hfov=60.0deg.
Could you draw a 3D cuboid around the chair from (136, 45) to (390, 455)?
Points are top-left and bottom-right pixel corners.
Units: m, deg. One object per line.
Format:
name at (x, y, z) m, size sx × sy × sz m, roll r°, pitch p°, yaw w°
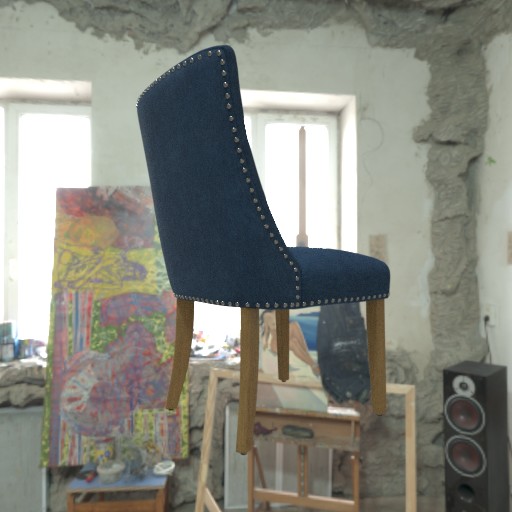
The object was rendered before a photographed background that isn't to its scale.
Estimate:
chair at (0.000, 0.000, 1.261) m, size 0.610 × 0.902 × 0.495 m, roll 0°, pitch 0°, yaw -36°
